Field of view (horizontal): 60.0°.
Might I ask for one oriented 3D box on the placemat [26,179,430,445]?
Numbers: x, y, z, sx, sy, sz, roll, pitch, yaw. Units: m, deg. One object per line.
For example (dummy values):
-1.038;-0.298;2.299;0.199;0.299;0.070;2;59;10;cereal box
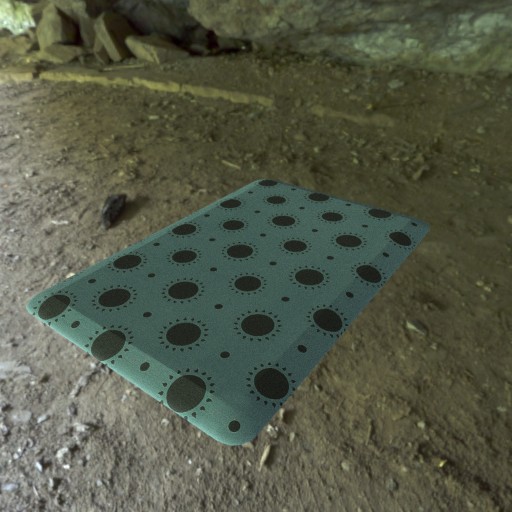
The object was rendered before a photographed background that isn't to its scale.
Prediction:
0.000;0.000;0.930;0.508;0.021;0.762;21;37;30;placemat
